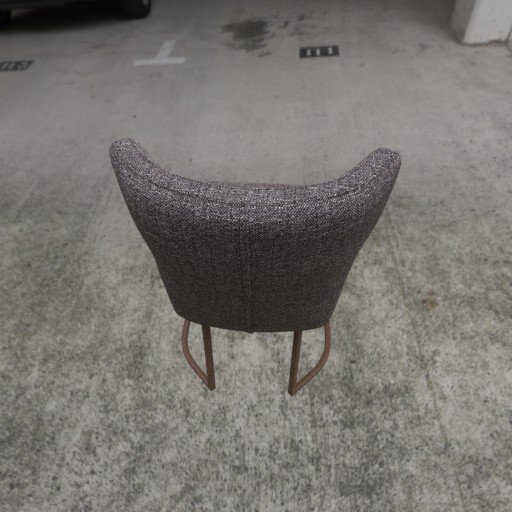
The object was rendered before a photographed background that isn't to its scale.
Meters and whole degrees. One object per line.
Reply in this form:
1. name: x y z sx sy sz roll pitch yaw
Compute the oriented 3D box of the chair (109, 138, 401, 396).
1. chair: 0.000 0.000 1.250 0.611 0.824 0.617 3 46 3
